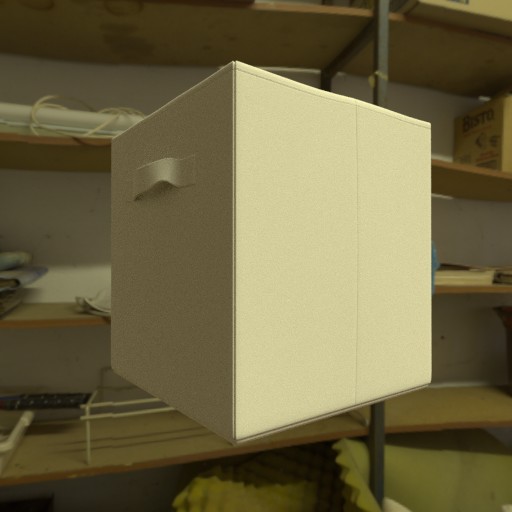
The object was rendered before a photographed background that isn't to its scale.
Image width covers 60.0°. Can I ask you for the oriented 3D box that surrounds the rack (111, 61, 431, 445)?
[{"bbox_3d":[0.000,0.000,0.494,0.270,0.280,0.270,0,0,-37],"label":"rack"}]
